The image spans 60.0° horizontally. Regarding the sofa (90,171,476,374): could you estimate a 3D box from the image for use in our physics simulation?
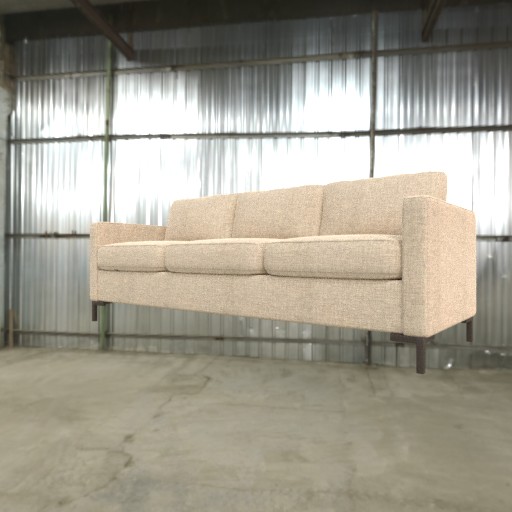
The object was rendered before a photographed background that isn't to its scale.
[{"bbox_3d":[0.000,0.000,2.619,2.218,0.874,0.859,0,0,38],"label":"sofa"}]
